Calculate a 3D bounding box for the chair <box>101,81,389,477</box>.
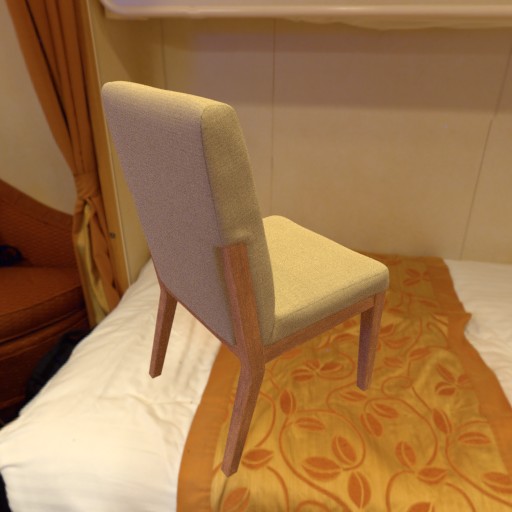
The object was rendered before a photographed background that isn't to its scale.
[{"bbox_3d":[0.000,0.000,1.231,0.586,0.911,0.507,-18,32,-32],"label":"chair"}]
